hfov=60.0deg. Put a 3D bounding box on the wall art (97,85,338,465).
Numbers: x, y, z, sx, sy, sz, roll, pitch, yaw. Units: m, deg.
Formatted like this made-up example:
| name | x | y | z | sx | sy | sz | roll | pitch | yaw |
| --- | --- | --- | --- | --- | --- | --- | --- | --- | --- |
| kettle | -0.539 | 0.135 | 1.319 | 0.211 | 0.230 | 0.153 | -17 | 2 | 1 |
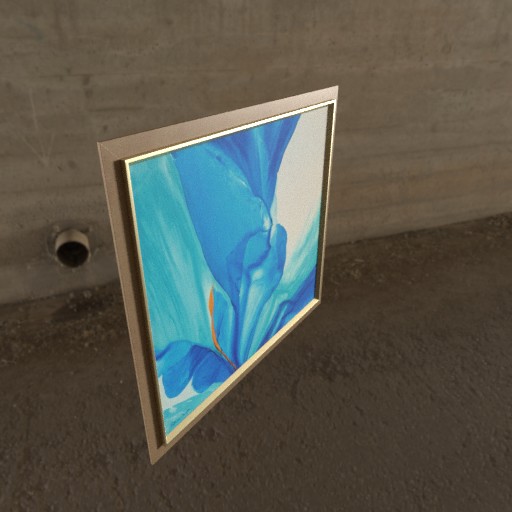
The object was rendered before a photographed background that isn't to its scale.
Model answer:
| name | x | y | z | sx | sy | sz | roll | pitch | yaw |
| --- | --- | --- | --- | --- | --- | --- | --- | --- | --- |
| wall art | 0.000 | 0.000 | 1.637 | 0.025 | 1.067 | 1.168 | 19 | 33 | 31 |
